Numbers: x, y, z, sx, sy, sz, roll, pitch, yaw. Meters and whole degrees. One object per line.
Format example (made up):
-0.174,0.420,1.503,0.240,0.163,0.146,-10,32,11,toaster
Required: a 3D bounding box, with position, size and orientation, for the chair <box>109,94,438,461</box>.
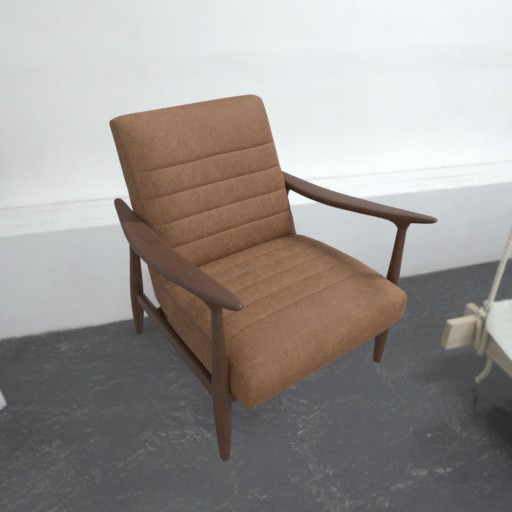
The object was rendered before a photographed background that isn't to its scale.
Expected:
0.000,0.000,1.433,0.741,0.832,0.798,-21,37,-30,chair
